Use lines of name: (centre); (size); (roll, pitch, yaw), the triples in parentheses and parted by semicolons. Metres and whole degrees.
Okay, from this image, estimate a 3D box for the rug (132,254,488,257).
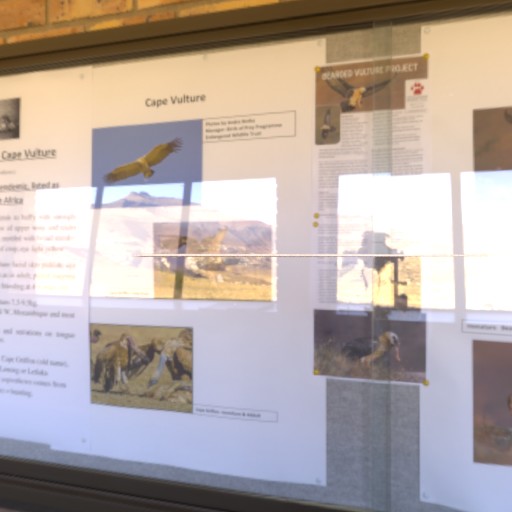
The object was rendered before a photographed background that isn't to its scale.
rug: (0.000, 0.000, 2.313); (1.220, 0.007, 1.828); (0, 0, -16)
